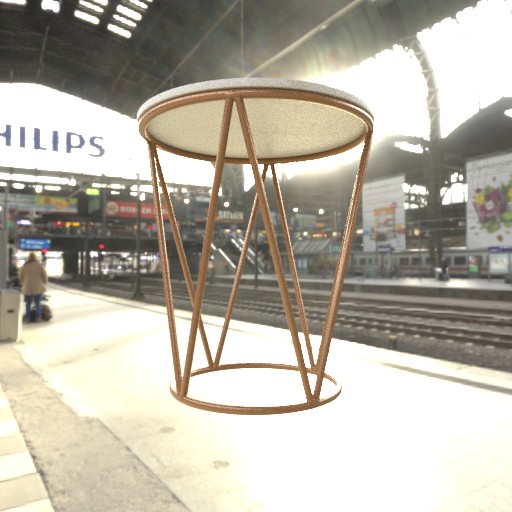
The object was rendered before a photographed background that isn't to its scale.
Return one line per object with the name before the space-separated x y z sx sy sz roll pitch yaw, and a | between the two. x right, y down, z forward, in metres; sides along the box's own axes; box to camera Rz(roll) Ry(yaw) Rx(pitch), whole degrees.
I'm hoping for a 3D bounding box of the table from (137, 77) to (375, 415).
table | 0.000 0.000 0.957 0.500 0.564 0.500 0 -1 0
